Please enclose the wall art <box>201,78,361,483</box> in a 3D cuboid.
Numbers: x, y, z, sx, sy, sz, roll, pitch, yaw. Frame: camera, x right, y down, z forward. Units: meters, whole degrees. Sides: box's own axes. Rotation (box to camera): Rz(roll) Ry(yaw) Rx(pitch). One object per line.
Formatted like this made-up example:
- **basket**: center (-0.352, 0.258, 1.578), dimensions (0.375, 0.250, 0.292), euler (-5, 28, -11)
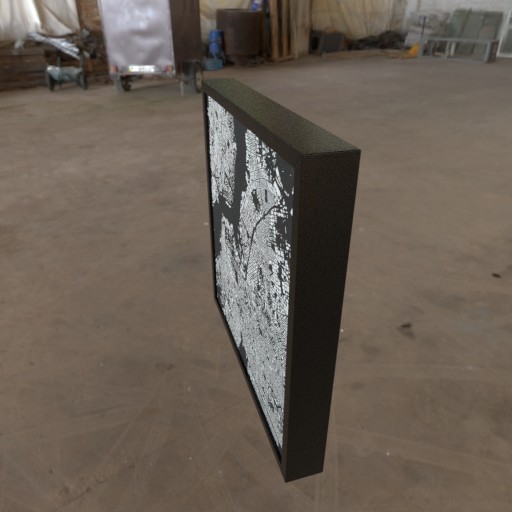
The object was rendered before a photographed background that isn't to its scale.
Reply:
- **wall art**: center (0.000, 0.000, 0.452), dimensions (0.037, 0.299, 0.299), euler (-9, 31, -15)
